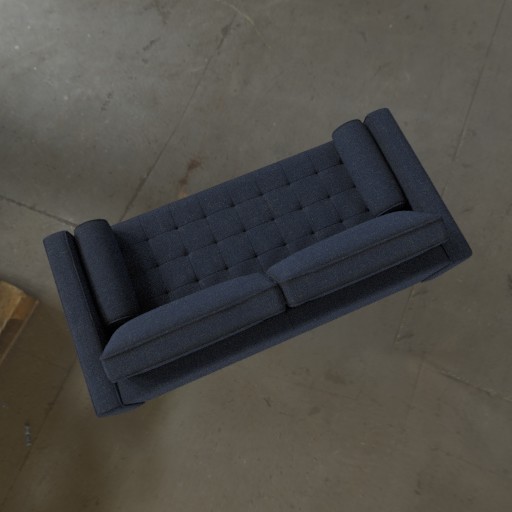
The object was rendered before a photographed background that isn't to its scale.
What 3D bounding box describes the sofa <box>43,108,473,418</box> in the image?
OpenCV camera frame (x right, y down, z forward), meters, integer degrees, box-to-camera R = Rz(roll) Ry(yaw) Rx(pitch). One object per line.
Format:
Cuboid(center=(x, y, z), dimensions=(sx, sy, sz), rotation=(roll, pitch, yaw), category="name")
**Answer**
Cuboid(center=(0.000, 0.000, 2.293), dimensions=(1.880, 0.762, 0.914), rotation=(-22, 75, -6), category="sofa")
